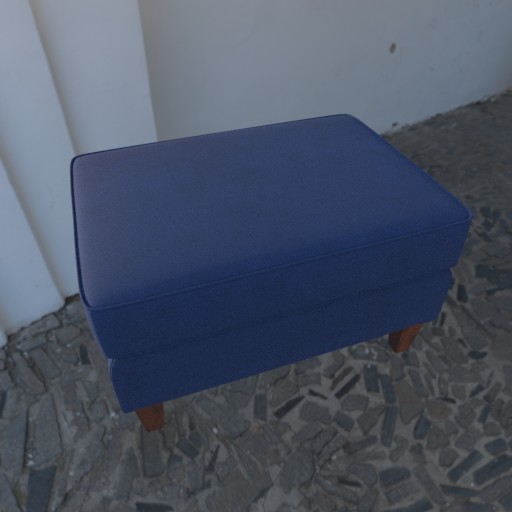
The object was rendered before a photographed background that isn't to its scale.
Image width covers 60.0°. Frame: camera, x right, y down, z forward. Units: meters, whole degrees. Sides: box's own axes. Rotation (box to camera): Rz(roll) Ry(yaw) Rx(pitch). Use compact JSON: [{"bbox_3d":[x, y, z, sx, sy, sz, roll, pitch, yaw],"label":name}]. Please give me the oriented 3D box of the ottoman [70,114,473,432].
[{"bbox_3d":[0.000,0.000,1.378,0.965,0.584,0.686,-13,43,-15],"label":"ottoman"}]
